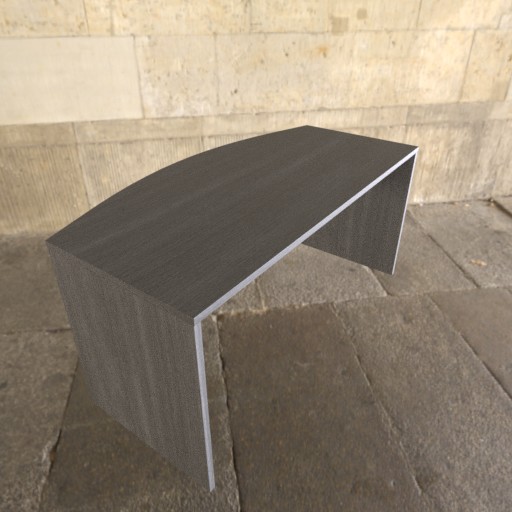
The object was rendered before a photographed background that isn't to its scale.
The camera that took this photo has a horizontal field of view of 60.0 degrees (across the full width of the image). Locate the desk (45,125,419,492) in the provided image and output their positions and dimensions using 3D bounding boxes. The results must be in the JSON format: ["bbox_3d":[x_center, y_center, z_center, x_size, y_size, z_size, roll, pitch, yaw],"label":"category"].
[{"bbox_3d":[0.000,0.000,2.018,0.802,0.750,1.600,21,38,30],"label":"desk"}]
